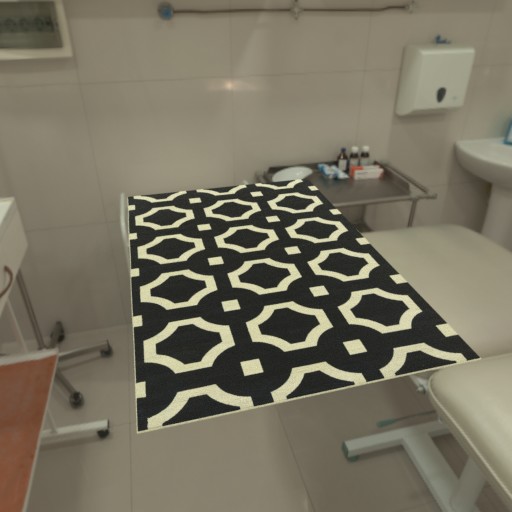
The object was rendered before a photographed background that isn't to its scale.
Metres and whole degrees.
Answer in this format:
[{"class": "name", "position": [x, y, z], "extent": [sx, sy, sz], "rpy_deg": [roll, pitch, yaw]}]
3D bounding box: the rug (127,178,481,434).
[{"class": "rug", "position": [0.000, 0.000, 2.817], "extent": [1.555, 0.016, 2.286], "rpy_deg": [-8, 32, -13]}]
